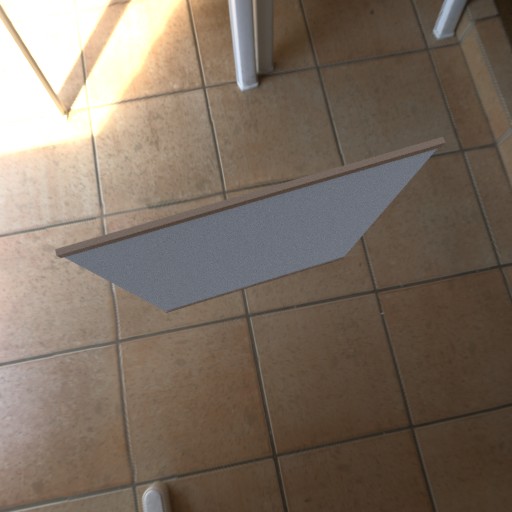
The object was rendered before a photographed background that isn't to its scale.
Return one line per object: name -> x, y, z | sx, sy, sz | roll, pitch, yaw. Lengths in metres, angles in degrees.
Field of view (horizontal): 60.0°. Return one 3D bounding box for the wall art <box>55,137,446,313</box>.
wall art -> 0.000, 0.000, 1.323 | 0.758, 1.016, 0.013 | -17, 77, -4
